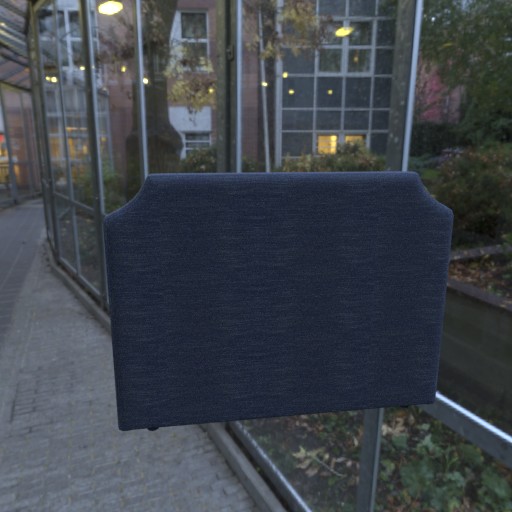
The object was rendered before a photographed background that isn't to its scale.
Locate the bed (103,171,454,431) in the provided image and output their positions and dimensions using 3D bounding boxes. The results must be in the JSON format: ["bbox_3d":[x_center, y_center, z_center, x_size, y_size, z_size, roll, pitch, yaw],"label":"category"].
[{"bbox_3d":[0.000,0.000,3.176,1.693,1.290,2.116,-2,14,-8],"label":"bed"}]
